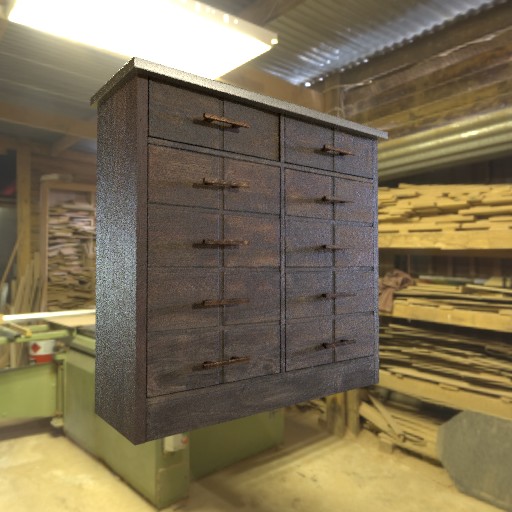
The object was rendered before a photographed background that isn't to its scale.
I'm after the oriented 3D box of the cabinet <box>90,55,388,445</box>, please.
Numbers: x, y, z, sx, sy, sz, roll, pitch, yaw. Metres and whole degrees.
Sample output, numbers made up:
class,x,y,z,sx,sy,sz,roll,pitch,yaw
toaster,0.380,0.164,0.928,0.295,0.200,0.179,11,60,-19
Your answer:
class,x,y,z,sx,sy,sz,roll,pitch,yaw
cabinet,0.000,0.000,1.450,0.968,0.919,0.338,1,-2,-37
